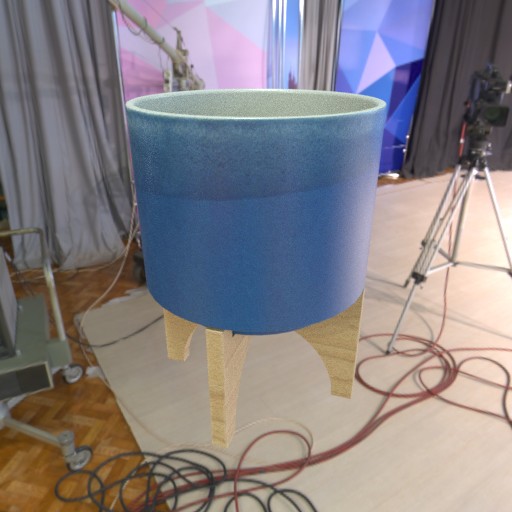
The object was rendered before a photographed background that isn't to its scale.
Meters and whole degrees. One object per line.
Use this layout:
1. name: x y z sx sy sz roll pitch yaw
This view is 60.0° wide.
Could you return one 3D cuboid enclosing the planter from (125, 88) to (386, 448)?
1. planter: 0.000 0.000 0.393 0.192 0.263 0.192 0 25 0
